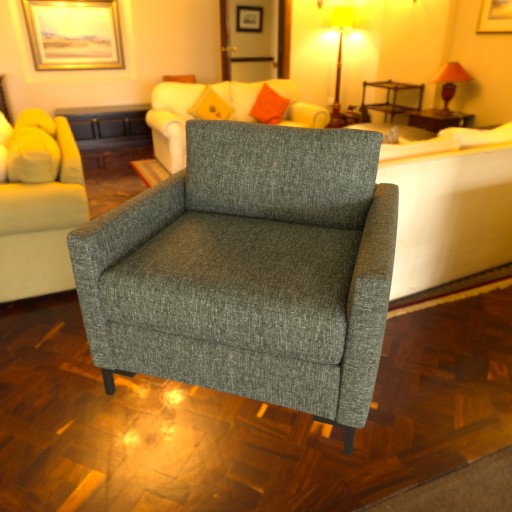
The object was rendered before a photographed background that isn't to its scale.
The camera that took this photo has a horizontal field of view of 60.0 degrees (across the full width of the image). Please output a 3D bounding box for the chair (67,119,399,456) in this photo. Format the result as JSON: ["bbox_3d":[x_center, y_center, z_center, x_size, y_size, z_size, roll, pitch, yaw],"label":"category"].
[{"bbox_3d":[0.000,0.000,1.624,0.963,0.861,0.866,8,27,16],"label":"chair"}]
